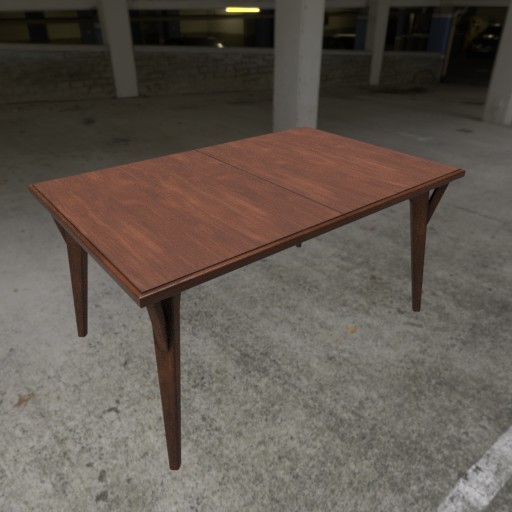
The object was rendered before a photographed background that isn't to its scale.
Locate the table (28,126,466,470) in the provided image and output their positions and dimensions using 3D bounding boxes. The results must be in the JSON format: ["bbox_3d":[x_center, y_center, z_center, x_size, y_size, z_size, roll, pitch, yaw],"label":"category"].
[{"bbox_3d":[0.000,0.000,2.018,1.524,0.761,0.990,-22,36,-33],"label":"table"}]
